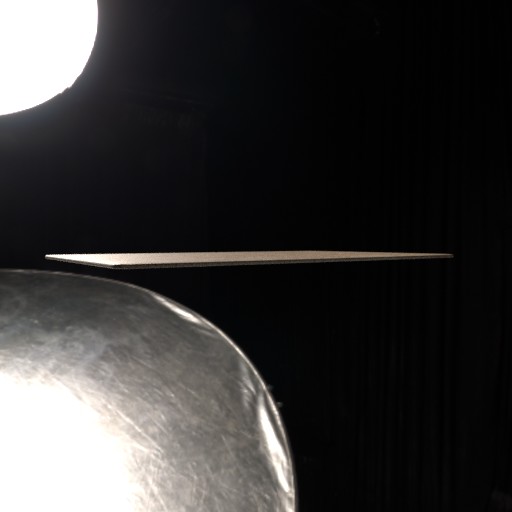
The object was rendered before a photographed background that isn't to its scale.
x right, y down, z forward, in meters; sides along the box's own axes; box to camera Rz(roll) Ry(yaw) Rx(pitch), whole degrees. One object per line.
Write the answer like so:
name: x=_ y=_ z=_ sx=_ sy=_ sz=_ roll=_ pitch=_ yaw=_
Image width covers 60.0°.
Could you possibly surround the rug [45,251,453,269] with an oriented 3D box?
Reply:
rug: x=0.000 y=0.000 z=3.124 sx=2.469 sy=0.024 sz=1.539 roll=-1 pitch=2 yaw=-36
